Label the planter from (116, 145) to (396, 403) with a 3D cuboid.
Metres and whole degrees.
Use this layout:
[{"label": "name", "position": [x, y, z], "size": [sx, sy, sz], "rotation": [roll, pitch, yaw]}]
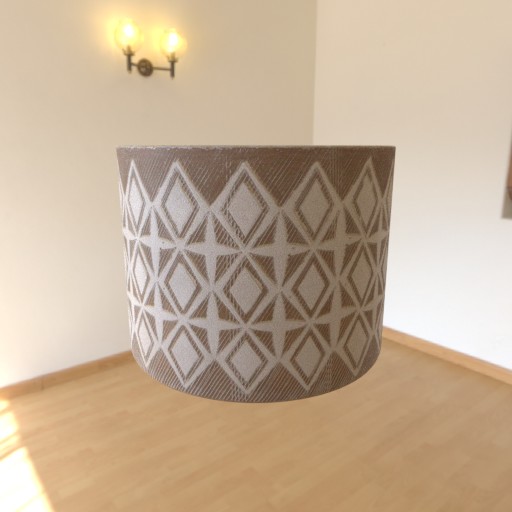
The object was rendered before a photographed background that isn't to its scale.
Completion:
[{"label": "planter", "position": [0.000, 0.000, 0.340], "size": [0.193, 0.165, 0.193], "rotation": [0, 14, 0]}]
